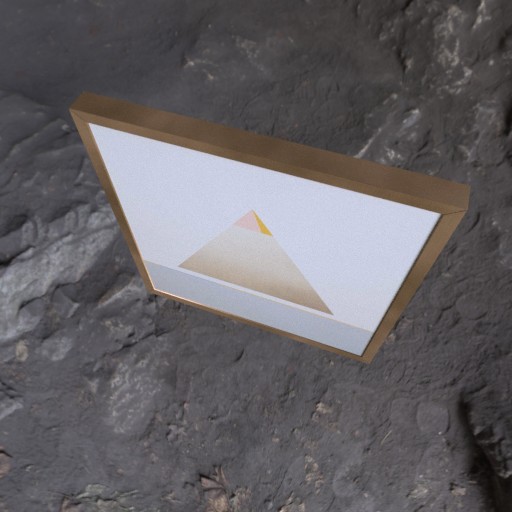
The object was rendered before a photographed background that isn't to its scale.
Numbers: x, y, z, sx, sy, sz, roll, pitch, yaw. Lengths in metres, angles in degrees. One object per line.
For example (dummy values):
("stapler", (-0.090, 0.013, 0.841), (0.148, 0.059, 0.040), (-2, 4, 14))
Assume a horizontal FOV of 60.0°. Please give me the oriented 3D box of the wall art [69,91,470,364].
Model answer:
("wall art", (0.000, 0.000, 0.764), (0.513, 0.511, 0.038), (17, 59, 10))
